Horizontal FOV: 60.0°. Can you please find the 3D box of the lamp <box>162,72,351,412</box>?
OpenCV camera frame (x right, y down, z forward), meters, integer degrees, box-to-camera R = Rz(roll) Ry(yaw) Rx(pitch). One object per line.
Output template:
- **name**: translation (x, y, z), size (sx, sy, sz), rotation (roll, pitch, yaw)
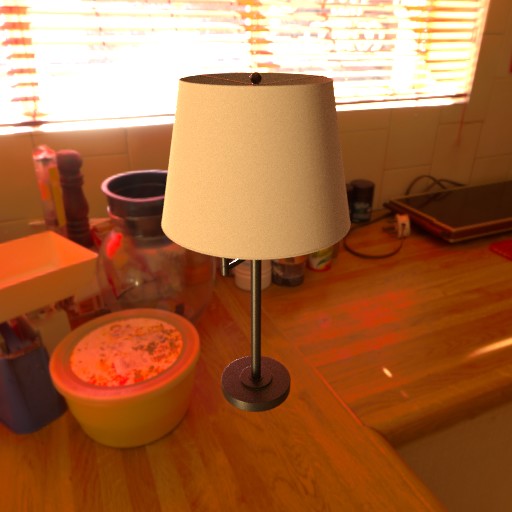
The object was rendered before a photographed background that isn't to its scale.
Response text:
- **lamp**: translation (0.000, 0.000, 0.904), size (0.363, 0.696, 0.363), rotation (0, 26, 0)
